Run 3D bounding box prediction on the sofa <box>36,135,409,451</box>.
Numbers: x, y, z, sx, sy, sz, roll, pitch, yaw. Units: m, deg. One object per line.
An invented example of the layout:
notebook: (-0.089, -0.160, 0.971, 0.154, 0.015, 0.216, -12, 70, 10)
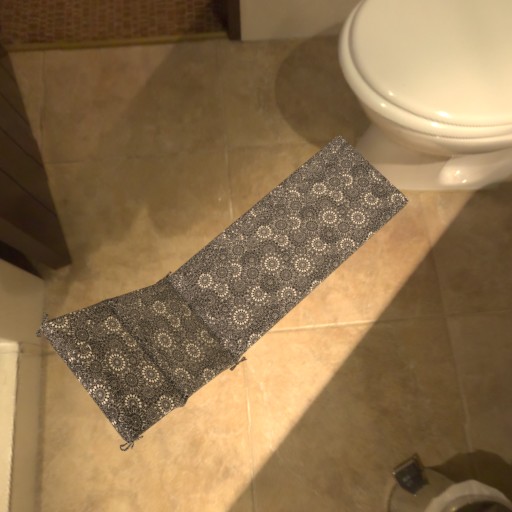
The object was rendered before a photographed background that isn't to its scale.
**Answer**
sofa: (0.000, 0.000, 1.935, 1.663, 0.622, 0.582, -41, 78, -10)
